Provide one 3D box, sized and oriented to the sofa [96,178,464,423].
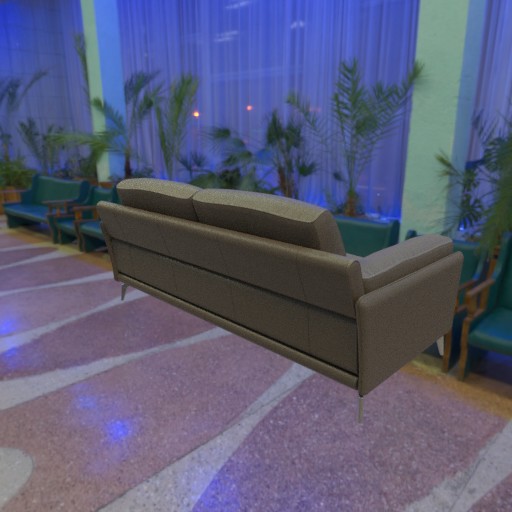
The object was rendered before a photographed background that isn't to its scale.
[{"bbox_3d":[0.000,0.000,2.725,2.101,0.930,1.049,15,22,43],"label":"sofa"}]
